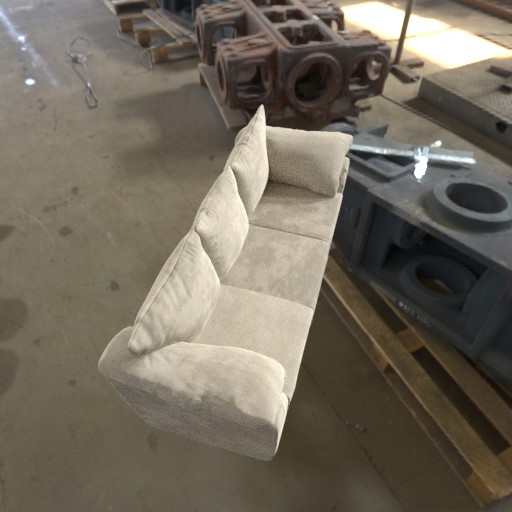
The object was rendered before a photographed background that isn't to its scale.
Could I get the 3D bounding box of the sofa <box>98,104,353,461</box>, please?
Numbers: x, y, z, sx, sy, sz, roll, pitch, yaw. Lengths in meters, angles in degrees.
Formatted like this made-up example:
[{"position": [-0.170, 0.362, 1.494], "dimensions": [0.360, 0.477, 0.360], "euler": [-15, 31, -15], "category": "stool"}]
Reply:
[{"position": [0.000, 0.000, 2.874], "dimensions": [0.893, 0.981, 2.377], "euler": [12, 47, 11], "category": "sofa"}]
